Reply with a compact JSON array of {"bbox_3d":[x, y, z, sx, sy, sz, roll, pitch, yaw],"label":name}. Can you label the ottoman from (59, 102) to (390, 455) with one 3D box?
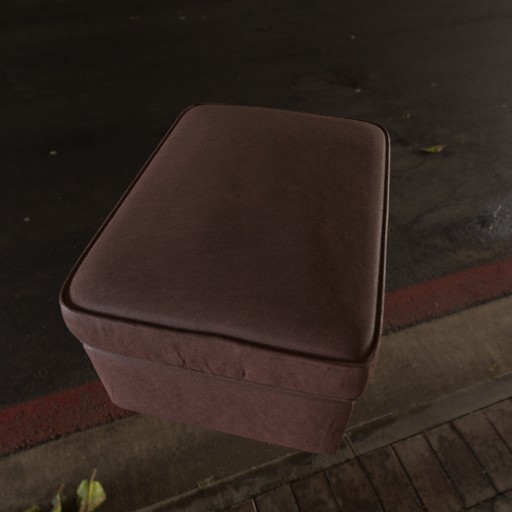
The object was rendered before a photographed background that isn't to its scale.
[{"bbox_3d":[0.000,0.000,1.063,0.548,0.449,0.749,9,47,9],"label":"ottoman"}]
